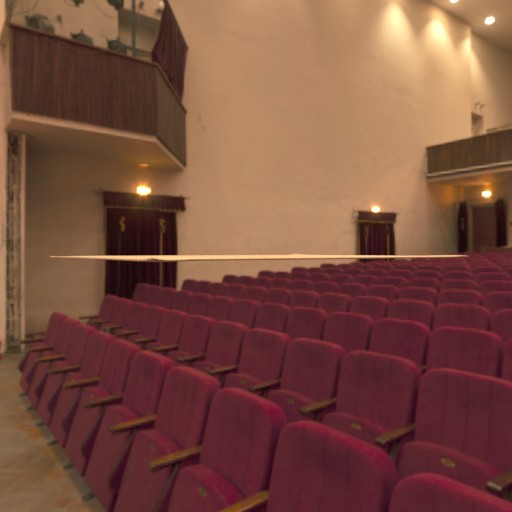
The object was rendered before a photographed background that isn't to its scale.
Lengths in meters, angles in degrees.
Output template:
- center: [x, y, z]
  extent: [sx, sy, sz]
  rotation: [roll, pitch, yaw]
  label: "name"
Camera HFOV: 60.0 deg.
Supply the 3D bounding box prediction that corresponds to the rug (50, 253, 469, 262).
- center: [0.000, 0.000, 3.880]
  extent: [2.897, 0.035, 2.277]
  rotation: [0, 1, -36]
  label: "rug"
